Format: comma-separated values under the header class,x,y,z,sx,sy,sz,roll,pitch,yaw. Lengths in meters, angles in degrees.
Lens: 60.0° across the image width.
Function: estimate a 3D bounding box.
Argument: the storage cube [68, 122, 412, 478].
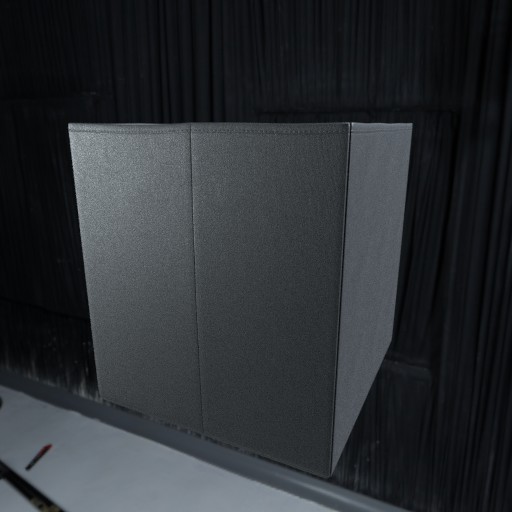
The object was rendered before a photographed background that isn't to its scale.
class,x,y,z,sx,sy,sz,roll,pitch,yaw
storage cube,0.000,0.000,0.487,0.270,0.280,0.270,8,18,25
